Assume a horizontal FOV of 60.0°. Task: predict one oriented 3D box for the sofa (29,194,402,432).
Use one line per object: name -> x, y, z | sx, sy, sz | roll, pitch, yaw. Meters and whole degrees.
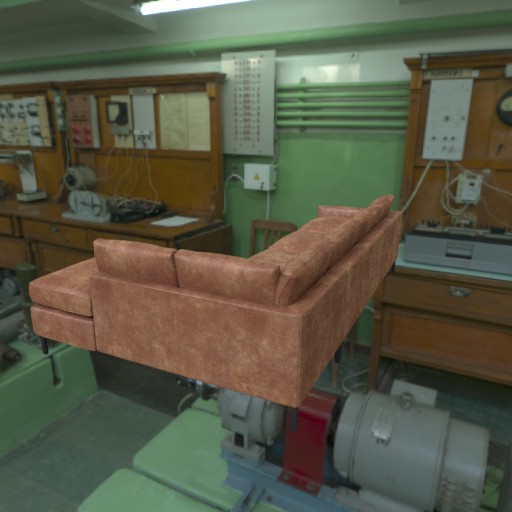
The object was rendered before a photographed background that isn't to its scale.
sofa -> 0.000, 0.000, 3.809 | 1.938, 0.877, 2.984 | 8, 19, 25
